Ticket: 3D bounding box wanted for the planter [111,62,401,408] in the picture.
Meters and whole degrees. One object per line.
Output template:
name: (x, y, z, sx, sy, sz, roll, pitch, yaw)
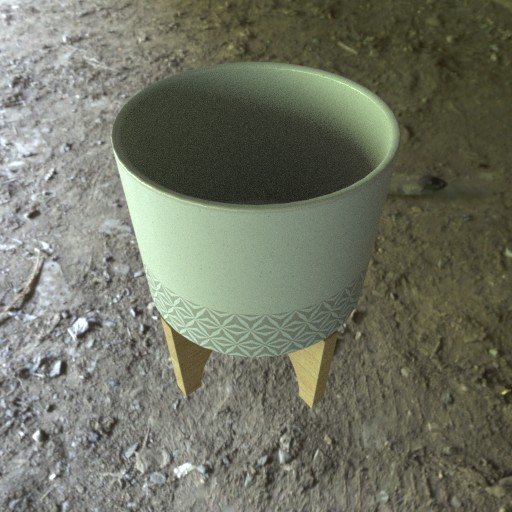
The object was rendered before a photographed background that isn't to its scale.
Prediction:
planter: (0.000, 0.000, 0.387, 0.188, 0.260, 0.188, 0, 45, 0)
